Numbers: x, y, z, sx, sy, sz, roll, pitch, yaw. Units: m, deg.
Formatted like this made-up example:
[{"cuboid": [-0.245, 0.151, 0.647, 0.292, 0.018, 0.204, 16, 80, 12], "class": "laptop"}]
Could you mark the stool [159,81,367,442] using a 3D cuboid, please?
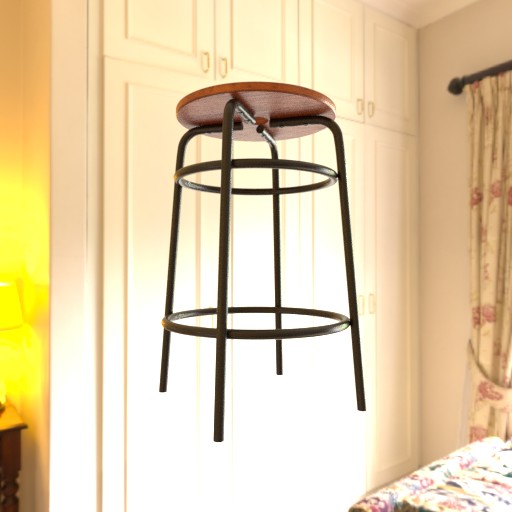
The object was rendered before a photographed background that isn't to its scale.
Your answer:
[{"cuboid": [0.000, 0.000, 0.940, 0.455, 0.610, 0.455, 0, -1, 16], "class": "stool"}]
